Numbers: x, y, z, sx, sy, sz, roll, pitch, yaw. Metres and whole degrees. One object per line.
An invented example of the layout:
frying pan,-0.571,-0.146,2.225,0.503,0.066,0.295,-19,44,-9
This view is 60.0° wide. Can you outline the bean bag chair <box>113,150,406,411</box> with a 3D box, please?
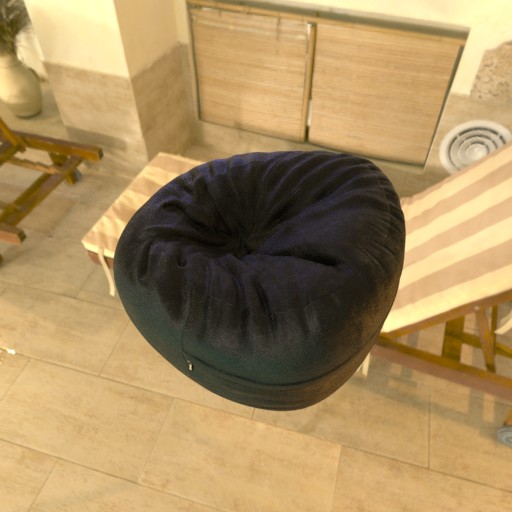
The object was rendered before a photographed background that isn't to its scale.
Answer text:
bean bag chair,0.000,0.000,2.448,1.524,0.878,1.524,16,49,15
